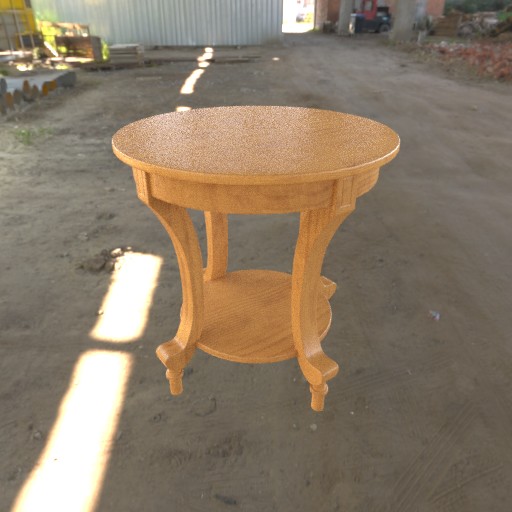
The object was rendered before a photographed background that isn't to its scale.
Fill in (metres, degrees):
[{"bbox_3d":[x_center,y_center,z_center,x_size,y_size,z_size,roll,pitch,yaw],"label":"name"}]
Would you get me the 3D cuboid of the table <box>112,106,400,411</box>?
[{"bbox_3d":[0.000,0.000,1.098,0.597,0.612,0.597,0,29,0],"label":"table"}]
